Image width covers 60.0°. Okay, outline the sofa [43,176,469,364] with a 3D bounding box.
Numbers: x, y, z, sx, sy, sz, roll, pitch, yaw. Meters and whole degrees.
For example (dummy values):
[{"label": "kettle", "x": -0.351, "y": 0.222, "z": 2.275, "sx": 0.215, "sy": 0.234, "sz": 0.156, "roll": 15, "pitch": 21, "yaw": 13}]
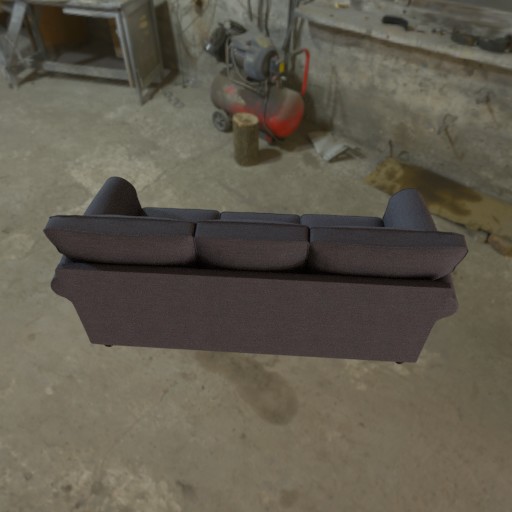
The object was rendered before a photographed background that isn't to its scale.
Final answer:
[{"label": "sofa", "x": 0.000, "y": 0.000, "z": 2.648, "sx": 2.084, "sy": 0.966, "sz": 0.909, "roll": 3, "pitch": 44, "yaw": 3}]
